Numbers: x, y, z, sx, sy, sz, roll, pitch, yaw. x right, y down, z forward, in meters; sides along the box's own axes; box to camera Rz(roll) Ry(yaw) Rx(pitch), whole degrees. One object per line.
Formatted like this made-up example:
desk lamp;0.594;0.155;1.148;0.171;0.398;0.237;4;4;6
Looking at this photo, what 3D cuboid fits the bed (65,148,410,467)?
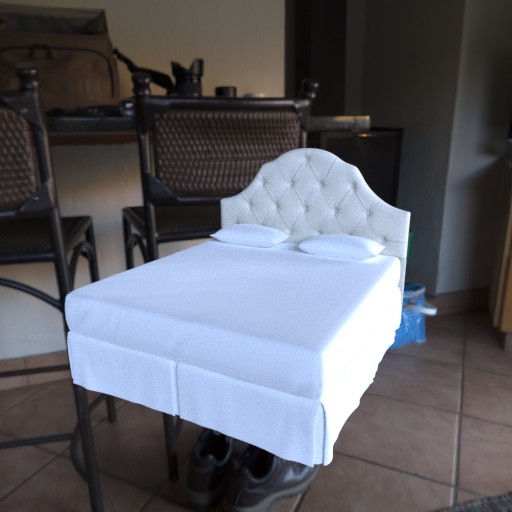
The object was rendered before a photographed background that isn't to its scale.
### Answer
bed;0.000;0.000;3.510;2.008;1.615;2.214;8;17;27
